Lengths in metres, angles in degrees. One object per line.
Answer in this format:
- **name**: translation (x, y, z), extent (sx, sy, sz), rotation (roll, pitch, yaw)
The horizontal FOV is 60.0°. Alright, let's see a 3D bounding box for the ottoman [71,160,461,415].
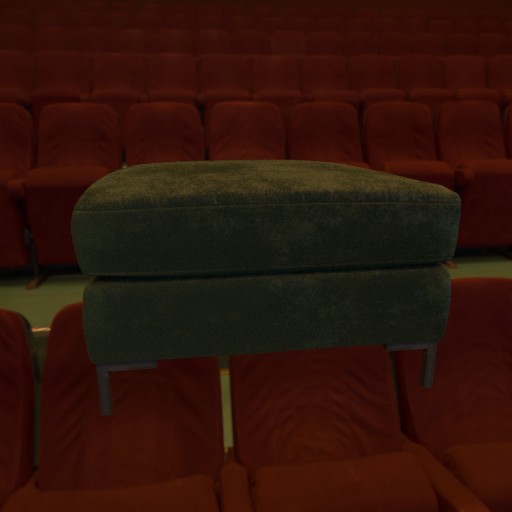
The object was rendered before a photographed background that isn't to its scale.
- **ottoman**: translation (0.000, 0.000, 1.296), extent (0.839, 0.538, 0.701), rotation (-2, 16, -8)
